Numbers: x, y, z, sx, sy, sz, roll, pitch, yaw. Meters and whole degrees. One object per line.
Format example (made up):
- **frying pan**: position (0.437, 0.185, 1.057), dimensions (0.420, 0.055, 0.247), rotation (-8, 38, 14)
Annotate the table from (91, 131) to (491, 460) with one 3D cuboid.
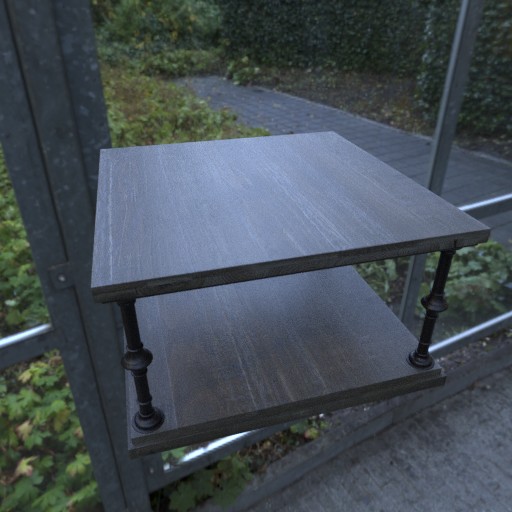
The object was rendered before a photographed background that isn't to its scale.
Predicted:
- **table**: position (0.000, 0.000, 1.117), dimensions (0.696, 0.400, 0.696), rotation (-8, 31, -14)
